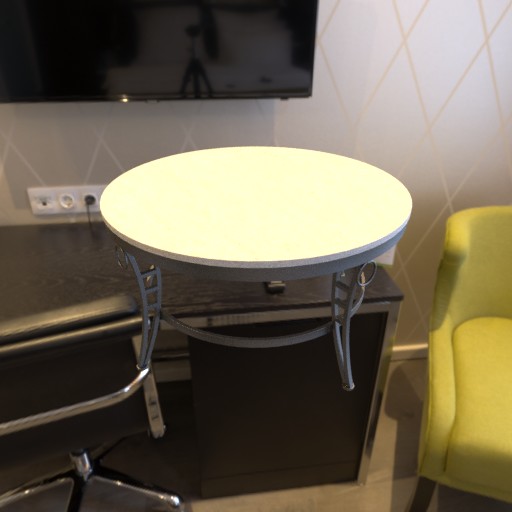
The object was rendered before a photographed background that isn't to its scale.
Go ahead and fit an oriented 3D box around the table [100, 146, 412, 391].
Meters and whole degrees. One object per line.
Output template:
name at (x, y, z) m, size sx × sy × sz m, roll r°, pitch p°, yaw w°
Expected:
table at (0.000, 0.000, 1.434) m, size 0.889 × 0.470 × 0.889 m, roll 0°, pitch 29°, yaw 0°
